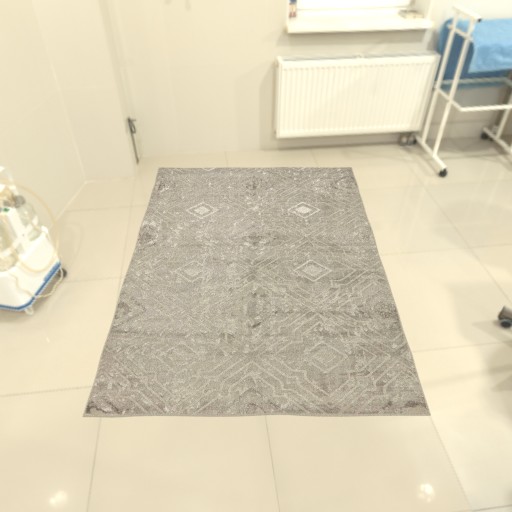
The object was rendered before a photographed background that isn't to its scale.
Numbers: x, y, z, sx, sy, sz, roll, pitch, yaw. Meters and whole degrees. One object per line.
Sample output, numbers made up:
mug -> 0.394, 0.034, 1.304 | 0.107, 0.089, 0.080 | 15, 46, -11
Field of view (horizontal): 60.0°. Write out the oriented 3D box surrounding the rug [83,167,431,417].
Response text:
rug -> 0.000, 0.000, 4.345 | 2.448, 0.020, 3.359 | 0, 42, 0
